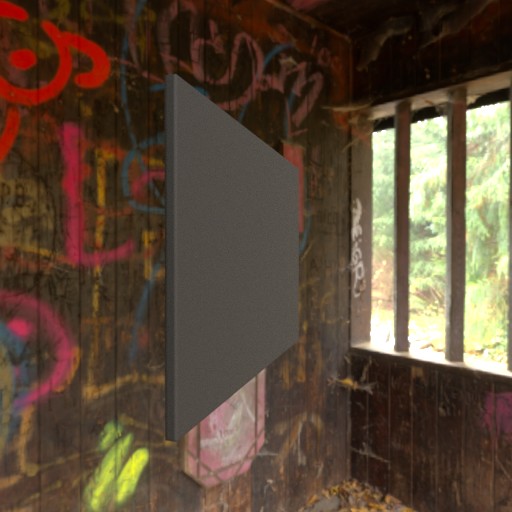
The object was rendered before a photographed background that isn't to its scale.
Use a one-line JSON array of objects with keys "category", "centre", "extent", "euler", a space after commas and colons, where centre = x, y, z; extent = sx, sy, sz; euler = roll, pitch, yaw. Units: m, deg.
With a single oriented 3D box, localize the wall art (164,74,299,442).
[{"category": "wall art", "centre": [0.000, 0.000, 1.247], "extent": [0.026, 0.656, 0.958], "euler": [0, 1, 19]}]
